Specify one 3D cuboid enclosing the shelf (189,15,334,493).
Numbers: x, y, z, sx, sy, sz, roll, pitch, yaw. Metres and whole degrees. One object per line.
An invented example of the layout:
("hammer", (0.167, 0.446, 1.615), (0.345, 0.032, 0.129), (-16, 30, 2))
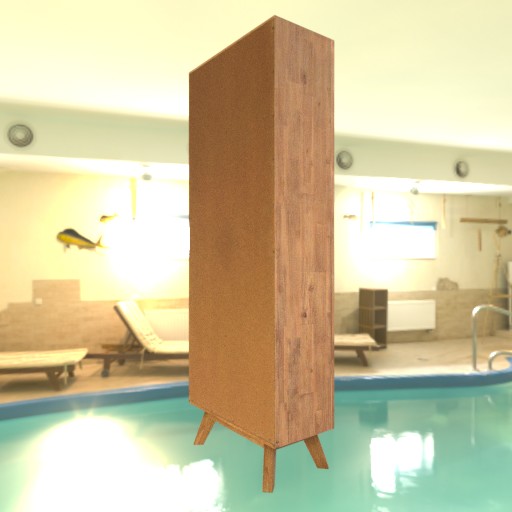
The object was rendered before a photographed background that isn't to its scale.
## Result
("shelf", (0.000, 0.000, 1.502), (0.267, 1.342, 0.491), (0, 0, -37))
